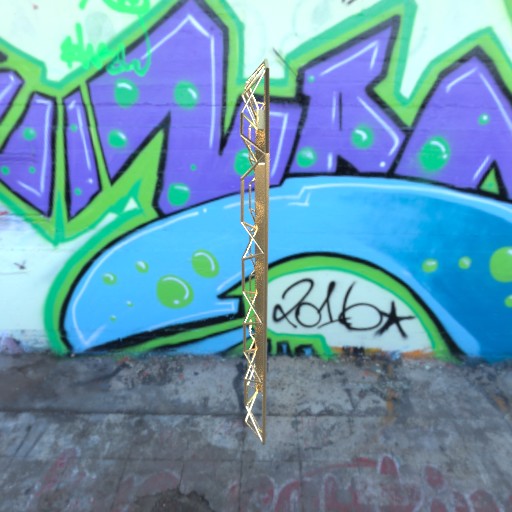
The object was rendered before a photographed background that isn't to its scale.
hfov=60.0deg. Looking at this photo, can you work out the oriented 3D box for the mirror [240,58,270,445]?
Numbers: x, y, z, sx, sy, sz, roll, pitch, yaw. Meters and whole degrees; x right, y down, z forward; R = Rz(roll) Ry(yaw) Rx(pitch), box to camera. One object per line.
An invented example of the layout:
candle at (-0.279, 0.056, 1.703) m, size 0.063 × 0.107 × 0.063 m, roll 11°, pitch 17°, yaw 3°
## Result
mirror at (0.000, 0.000, 1.084) m, size 0.051 × 0.870 × 0.572 m, roll 0°, pitch 27°, yaw 1°
